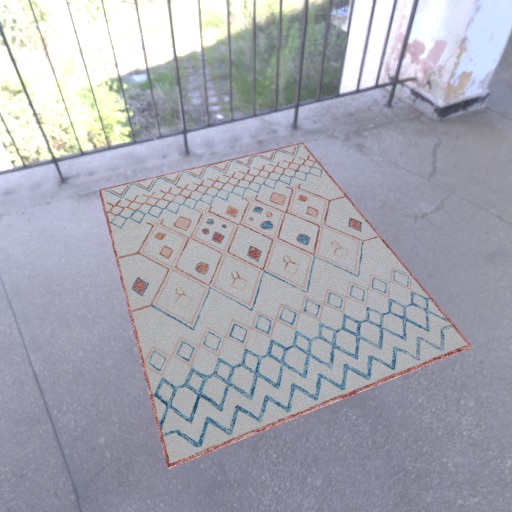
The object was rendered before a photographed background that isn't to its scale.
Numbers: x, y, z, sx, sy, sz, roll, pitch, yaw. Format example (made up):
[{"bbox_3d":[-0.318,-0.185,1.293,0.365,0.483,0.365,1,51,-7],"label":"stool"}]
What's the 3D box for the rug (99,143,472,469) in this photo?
[{"bbox_3d":[0.000,0.000,4.121,2.441,0.016,3.050,-16,50,-14],"label":"rug"}]
